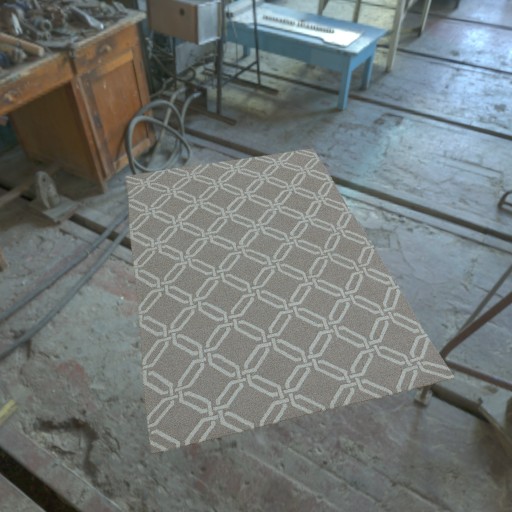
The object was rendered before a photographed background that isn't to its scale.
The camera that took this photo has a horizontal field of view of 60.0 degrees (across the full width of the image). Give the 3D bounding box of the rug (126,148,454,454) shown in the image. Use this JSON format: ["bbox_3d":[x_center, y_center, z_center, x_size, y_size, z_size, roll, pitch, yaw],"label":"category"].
[{"bbox_3d":[0.000,0.000,2.802,1.524,0.013,2.135,-11,47,-10],"label":"rug"}]
